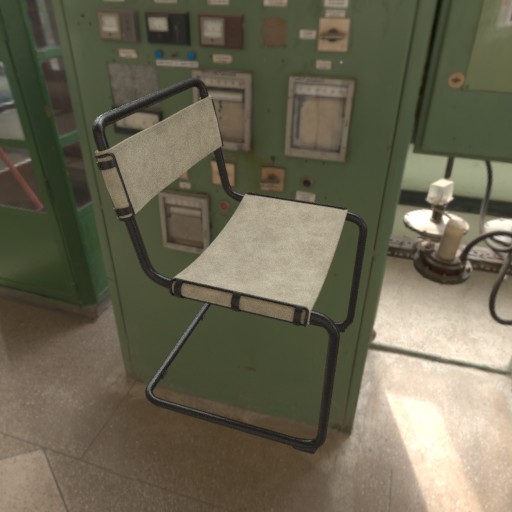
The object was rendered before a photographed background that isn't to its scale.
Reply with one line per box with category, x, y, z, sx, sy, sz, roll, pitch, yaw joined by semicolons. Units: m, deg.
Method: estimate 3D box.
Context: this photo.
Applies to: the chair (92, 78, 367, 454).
chair;0.000;0.000;1.106;0.497;0.747;0.499;10;33;16
